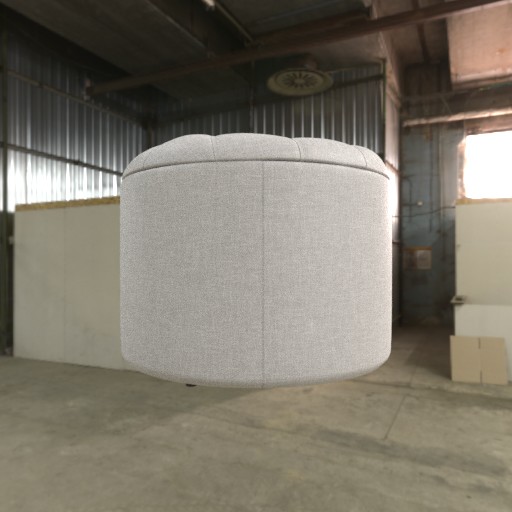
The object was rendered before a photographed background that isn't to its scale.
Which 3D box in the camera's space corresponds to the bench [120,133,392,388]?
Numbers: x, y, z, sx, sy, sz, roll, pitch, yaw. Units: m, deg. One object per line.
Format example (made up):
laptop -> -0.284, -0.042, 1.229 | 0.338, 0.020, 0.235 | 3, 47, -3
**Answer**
bench -> 0.000, 0.000, 1.023 | 0.600, 0.453, 0.600 | 0, 0, 0
